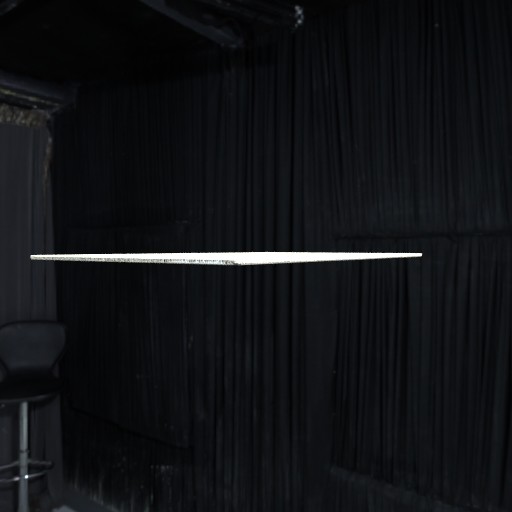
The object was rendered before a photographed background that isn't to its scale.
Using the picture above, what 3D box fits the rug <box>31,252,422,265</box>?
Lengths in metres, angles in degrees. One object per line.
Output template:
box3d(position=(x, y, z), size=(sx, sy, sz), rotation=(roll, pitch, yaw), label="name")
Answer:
box3d(position=(0.000, 0.000, 3.500), size=(1.798, 0.025, 2.698), rotation=(1, 1, 37), label="rug")
